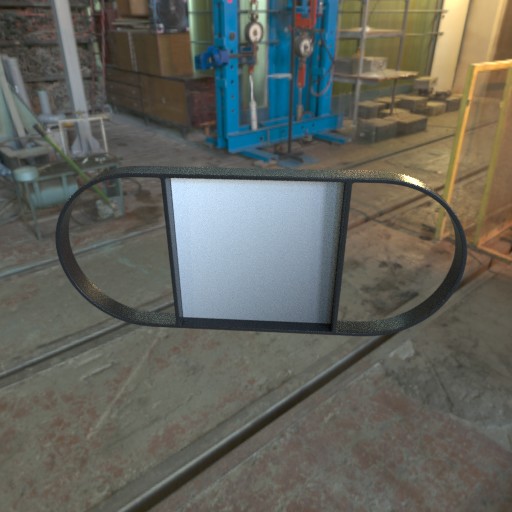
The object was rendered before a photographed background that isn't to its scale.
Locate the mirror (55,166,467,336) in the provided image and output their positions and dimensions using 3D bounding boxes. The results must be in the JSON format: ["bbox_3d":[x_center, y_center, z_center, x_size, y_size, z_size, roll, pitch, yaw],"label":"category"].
[{"bbox_3d":[0.000,0.000,0.647,0.584,0.254,0.032,2,29,4],"label":"mirror"}]
